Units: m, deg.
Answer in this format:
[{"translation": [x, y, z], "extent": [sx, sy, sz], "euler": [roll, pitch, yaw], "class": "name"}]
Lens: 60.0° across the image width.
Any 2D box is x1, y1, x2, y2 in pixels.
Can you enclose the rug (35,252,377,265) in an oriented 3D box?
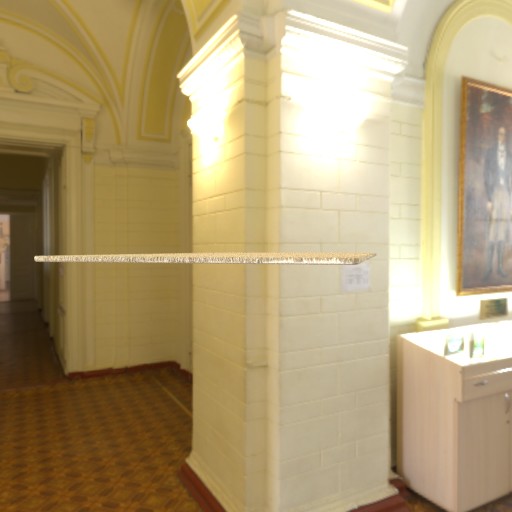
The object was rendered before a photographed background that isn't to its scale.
[{"translation": [0.000, 0.000, 2.975], "extent": [1.500, 0.026, 2.349], "euler": [0, 1, 17], "class": "rug"}]
